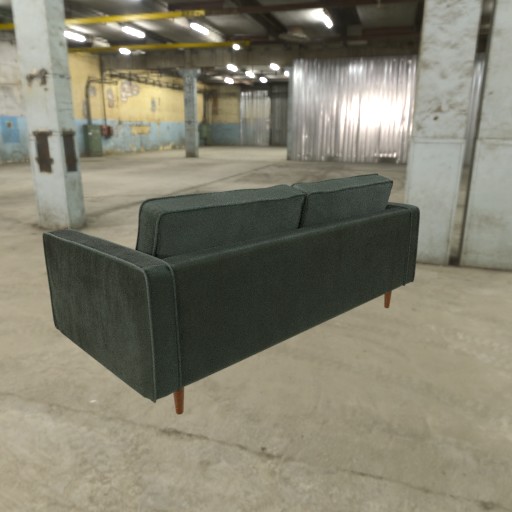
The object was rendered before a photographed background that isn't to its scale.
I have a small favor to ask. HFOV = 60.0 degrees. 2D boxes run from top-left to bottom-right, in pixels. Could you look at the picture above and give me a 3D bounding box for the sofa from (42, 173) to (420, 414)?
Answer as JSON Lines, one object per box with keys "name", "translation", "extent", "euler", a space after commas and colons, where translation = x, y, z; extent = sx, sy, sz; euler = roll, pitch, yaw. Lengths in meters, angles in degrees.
{"name": "sofa", "translation": [0.000, 0.000, 2.282], "extent": [1.816, 0.781, 0.886], "euler": [-14, 21, -42]}
